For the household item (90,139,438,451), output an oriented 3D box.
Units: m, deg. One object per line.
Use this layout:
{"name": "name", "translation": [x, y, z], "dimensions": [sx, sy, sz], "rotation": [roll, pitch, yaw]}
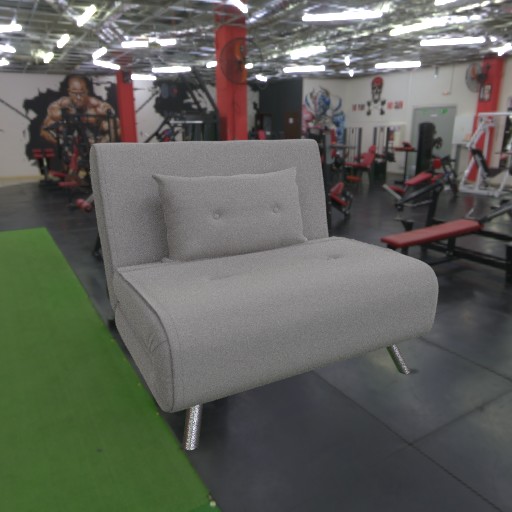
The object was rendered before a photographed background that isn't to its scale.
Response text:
{"name": "household item", "translation": [0.000, 0.000, 1.635], "dimensions": [1.000, 0.800, 0.874], "rotation": [-9, 19, -27]}
